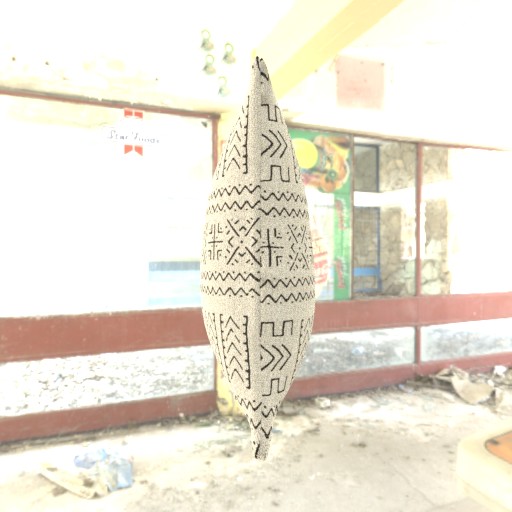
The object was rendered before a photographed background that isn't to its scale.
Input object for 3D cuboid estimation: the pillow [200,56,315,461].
[{"bbox_3d":[0.000,0.000,0.671,0.164,0.430,0.438,0,1,-1],"label":"pillow"}]
